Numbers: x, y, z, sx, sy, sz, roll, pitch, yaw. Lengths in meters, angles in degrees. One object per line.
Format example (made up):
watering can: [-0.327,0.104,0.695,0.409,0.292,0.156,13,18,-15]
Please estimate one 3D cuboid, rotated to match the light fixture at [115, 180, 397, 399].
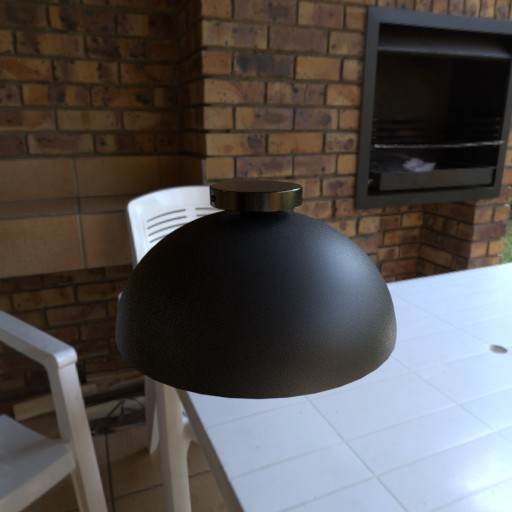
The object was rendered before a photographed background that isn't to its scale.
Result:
light fixture: [0.000,0.000,0.561,0.355,0.177,0.355,0,16,0]
